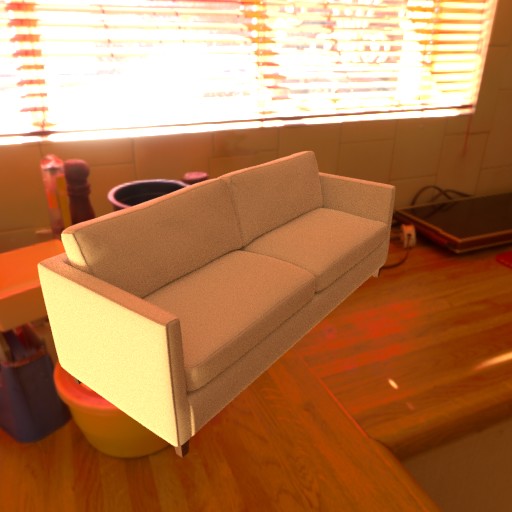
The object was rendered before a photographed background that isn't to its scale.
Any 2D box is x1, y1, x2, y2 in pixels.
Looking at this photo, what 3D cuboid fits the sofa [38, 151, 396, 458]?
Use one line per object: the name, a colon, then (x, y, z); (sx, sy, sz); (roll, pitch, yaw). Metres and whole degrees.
sofa: (0.000, 0.000, 2.859); (0.951, 0.962, 2.361); (18, 31, 33)
